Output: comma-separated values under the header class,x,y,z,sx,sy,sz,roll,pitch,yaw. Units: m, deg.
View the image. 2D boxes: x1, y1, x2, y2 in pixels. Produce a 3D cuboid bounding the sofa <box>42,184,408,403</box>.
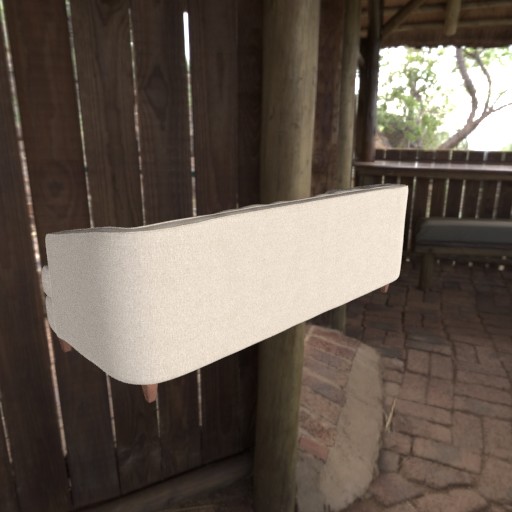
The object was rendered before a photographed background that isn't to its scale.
class,x,y,z,sx,sy,sz,roll,pitch,yaw
sofa,0.000,0.000,2.704,2.235,0.788,0.913,-15,22,-42
